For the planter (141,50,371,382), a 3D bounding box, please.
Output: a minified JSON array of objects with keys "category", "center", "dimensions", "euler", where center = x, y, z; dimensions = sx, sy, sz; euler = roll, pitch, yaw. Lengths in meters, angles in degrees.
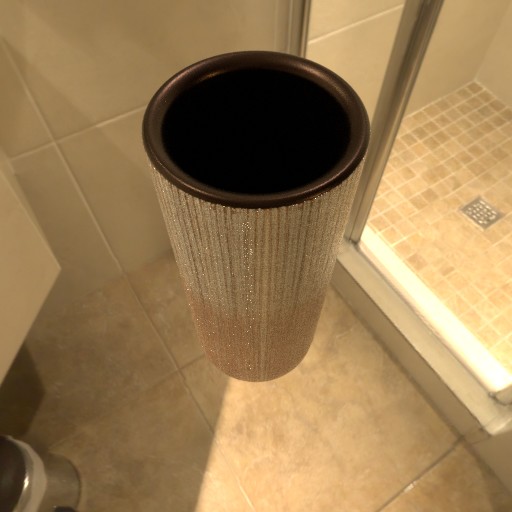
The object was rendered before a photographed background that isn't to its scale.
[{"category":"planter","center":[0.000,0.000,0.288],"dimensions":[0.100,0.227,0.100],"euler":[17,59,11]}]
